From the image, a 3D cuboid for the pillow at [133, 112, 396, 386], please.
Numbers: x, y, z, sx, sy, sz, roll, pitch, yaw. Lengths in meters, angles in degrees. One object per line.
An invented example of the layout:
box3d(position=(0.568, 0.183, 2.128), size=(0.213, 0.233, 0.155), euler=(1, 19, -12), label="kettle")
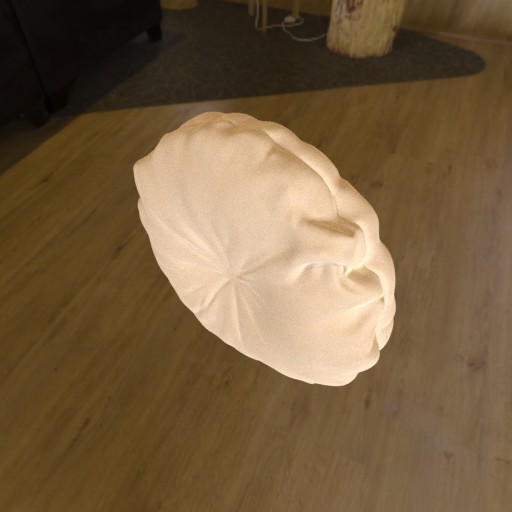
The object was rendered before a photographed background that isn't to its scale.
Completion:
box3d(position=(0.000, 0.000, 0.635), size=(0.428, 0.407, 0.148), euler=(31, 54, 26), label="pillow")
